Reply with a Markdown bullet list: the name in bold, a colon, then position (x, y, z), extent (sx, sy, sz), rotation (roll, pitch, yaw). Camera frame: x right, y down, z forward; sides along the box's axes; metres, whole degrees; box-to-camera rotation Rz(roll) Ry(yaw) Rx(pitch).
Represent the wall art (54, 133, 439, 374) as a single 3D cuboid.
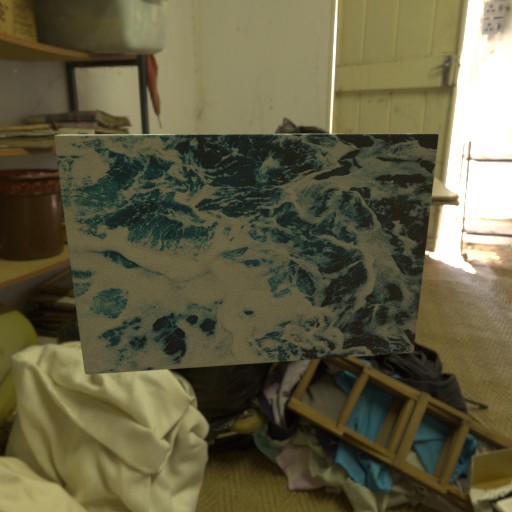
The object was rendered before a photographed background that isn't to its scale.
- **wall art**: position (0.000, 0.000, 1.917), extent (1.524, 1.017, 0.055), rotation (-2, 17, -7)
